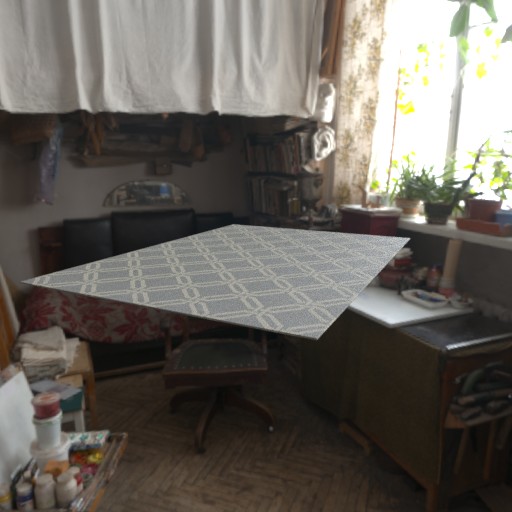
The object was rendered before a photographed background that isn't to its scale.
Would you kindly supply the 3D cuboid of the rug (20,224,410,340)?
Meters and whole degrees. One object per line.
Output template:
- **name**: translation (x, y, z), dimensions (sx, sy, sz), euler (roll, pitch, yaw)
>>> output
- **rug**: translation (0.000, 0.000, 4.382), dimensions (2.438, 0.013, 3.353), euler (6, 14, 26)
